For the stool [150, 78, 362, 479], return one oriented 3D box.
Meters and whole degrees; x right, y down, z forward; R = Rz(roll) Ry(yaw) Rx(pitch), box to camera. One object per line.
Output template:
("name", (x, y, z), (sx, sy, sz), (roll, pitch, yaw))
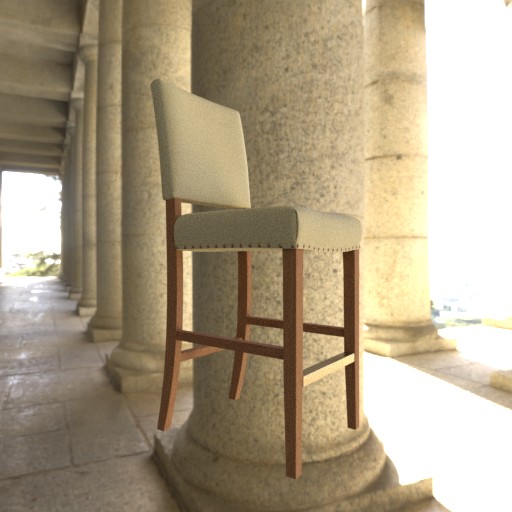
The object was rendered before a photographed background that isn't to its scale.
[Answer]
("stool", (0.000, 0.000, 1.493), (0.584, 1.168, 0.445), (0, 1, 36))
